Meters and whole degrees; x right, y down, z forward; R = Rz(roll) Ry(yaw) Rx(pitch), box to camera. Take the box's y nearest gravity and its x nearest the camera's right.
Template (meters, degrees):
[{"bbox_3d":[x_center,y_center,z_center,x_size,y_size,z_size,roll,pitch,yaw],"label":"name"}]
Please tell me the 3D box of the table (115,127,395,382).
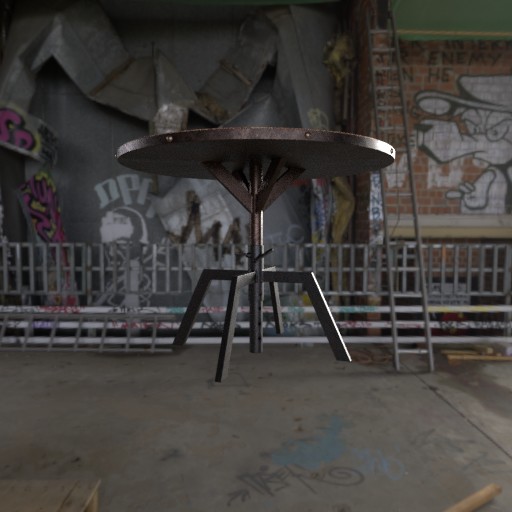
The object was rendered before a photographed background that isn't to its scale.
[{"bbox_3d":[0.000,0.000,1.498,0.885,0.658,0.885,0,3,0],"label":"table"}]
